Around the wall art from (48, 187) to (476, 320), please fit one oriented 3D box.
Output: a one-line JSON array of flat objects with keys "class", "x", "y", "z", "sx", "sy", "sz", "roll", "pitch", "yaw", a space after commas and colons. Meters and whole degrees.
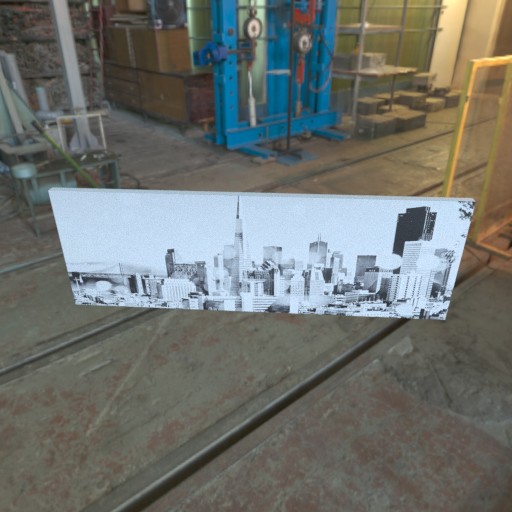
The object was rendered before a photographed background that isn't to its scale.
[{"class": "wall art", "x": 0.000, "y": 0.000, "z": 1.712, "sx": 1.520, "sy": 0.507, "sz": 0.039, "roll": 2, "pitch": 29, "yaw": 3}]
